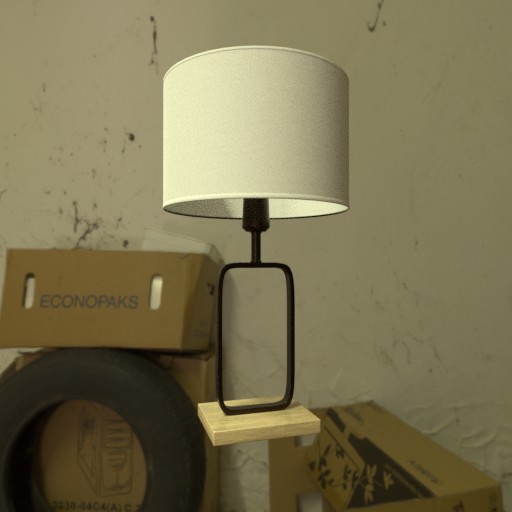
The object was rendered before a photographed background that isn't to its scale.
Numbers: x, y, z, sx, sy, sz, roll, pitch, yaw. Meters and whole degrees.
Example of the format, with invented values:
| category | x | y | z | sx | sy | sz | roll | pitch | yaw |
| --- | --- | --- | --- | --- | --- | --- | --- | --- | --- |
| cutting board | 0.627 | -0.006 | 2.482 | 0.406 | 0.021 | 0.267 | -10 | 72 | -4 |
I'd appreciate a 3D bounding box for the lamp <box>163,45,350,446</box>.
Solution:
| category | x | y | z | sx | sy | sz | roll | pitch | yaw |
| --- | --- | --- | --- | --- | --- | --- | --- | --- | --- |
| lamp | 0.000 | 0.000 | 0.674 | 0.279 | 0.508 | 0.279 | 0 | -1 | -17 |
